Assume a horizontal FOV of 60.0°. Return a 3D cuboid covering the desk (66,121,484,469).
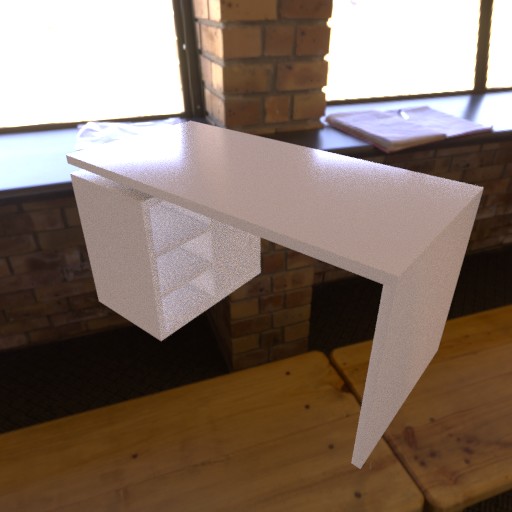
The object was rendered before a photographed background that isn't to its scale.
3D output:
[{"bbox_3d":[0.000,0.000,1.819,1.400,0.740,0.690,23,38,33],"label":"desk"}]
